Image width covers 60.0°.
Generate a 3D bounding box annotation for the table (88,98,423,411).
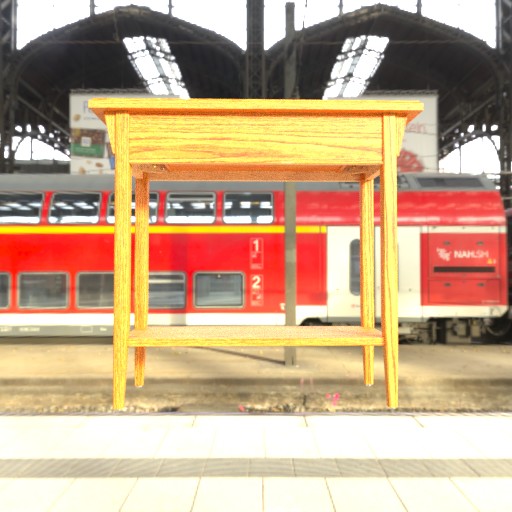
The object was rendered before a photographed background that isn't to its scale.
[{"bbox_3d":[0.000,0.000,1.127,0.762,0.711,0.254,0,-1,-1],"label":"table"}]
